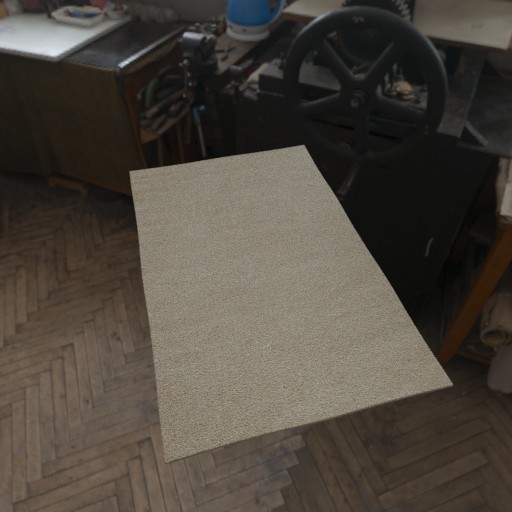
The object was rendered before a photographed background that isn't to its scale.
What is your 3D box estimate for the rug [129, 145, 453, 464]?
[{"bbox_3d":[0.000,0.000,2.962,1.500,0.025,2.346,-11,47,-10],"label":"rug"}]
